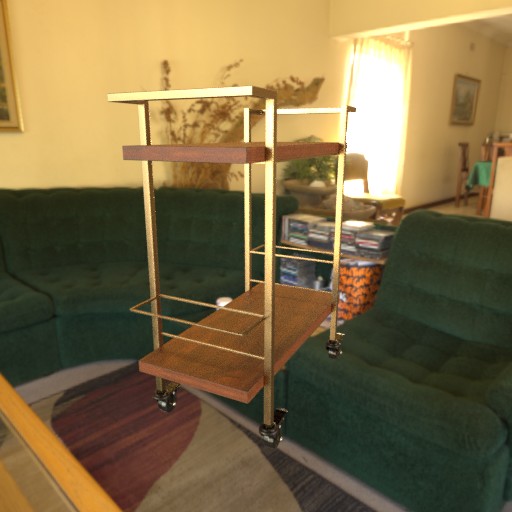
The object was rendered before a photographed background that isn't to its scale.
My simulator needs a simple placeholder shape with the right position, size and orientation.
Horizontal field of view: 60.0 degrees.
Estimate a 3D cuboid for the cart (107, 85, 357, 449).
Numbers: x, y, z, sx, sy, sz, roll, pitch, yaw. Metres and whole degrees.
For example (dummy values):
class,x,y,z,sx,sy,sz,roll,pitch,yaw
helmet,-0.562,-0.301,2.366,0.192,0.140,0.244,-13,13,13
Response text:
class,x,y,z,sx,sy,sz,roll,pitch,yaw
cart,0.000,0.000,1.224,0.364,0.807,0.695,8,17,26
